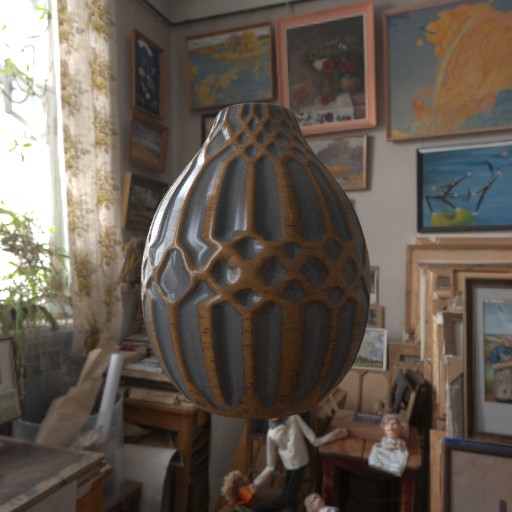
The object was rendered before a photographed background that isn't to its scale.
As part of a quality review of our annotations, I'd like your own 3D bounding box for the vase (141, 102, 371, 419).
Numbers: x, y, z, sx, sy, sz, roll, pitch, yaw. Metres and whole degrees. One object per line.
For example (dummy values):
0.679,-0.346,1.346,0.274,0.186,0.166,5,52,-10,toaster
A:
0.000,0.000,0.138,0.069,0.088,0.069,0,0,0,vase
